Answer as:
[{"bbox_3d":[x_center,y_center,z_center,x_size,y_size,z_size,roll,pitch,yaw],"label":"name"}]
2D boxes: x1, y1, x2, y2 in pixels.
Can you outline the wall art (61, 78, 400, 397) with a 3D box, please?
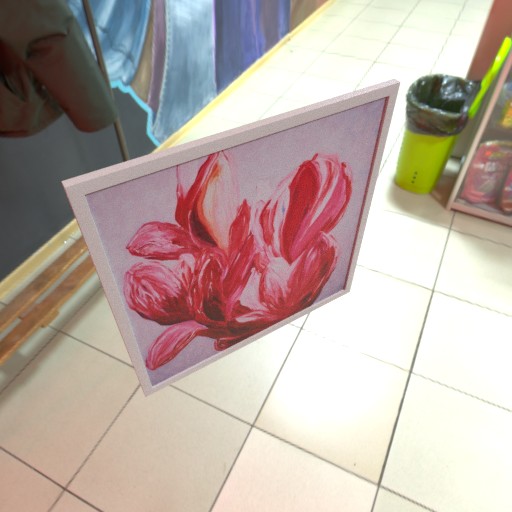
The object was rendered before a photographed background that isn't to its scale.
[{"bbox_3d":[0.000,0.000,1.224,0.805,0.803,0.022,-24,51,-21],"label":"wall art"}]
